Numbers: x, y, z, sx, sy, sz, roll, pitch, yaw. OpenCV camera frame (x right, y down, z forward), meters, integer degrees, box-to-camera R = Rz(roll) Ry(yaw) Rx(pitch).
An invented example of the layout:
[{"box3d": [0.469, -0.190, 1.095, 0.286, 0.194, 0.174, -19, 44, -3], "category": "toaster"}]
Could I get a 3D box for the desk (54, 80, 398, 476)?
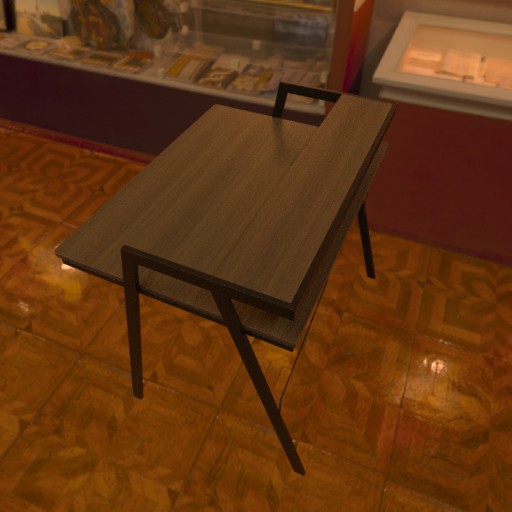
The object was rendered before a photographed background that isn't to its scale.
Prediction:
[{"box3d": [0.000, 0.000, 1.873, 0.936, 0.998, 1.143, 18, 48, 17], "category": "desk"}]
